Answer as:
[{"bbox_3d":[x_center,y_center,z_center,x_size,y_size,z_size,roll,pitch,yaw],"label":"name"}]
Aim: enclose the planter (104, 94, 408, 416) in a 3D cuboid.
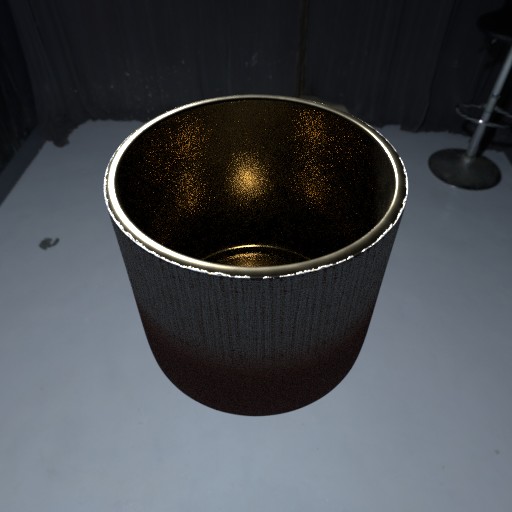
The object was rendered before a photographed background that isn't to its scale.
[{"bbox_3d":[0.000,0.000,0.317,0.178,0.157,0.178,0,47,0],"label":"planter"}]
